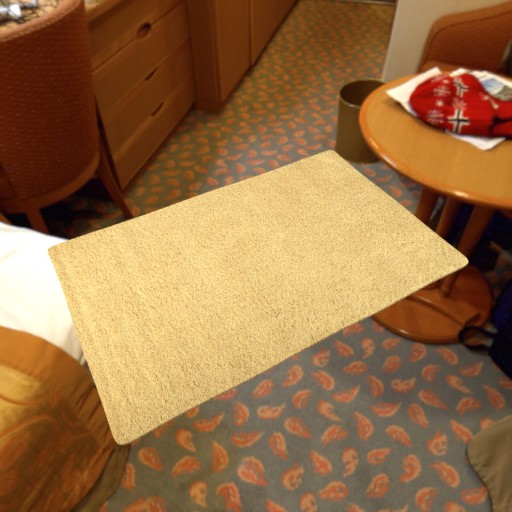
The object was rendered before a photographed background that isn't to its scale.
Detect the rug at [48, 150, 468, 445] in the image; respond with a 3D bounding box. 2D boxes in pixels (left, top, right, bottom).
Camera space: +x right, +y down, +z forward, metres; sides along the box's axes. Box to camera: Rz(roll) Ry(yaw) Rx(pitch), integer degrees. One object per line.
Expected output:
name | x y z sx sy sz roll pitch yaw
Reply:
rug | 0.000 0.000 2.907 2.349 0.025 1.500 -23 51 -20
